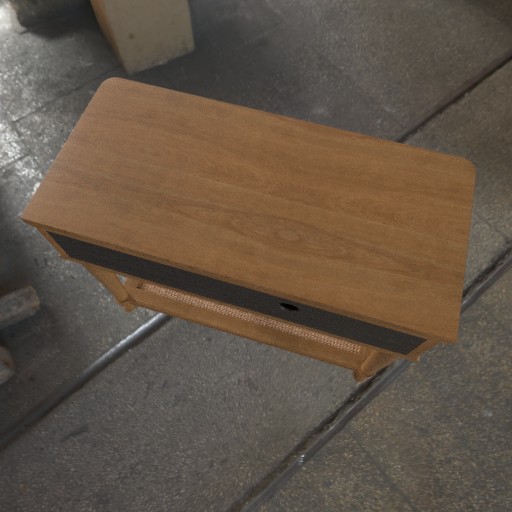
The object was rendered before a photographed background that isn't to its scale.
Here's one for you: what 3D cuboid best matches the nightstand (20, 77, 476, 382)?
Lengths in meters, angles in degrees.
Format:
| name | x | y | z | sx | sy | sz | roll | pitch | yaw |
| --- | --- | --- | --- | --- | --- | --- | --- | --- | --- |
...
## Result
| name | x | y | z | sx | sy | sz | roll | pitch | yaw |
| --- | --- | --- | --- | --- | --- | --- | --- | --- | --- |
| nightstand | 0.000 | 0.000 | 1.287 | 0.914 | 0.700 | 0.432 | 15 | 66 | 7 |
